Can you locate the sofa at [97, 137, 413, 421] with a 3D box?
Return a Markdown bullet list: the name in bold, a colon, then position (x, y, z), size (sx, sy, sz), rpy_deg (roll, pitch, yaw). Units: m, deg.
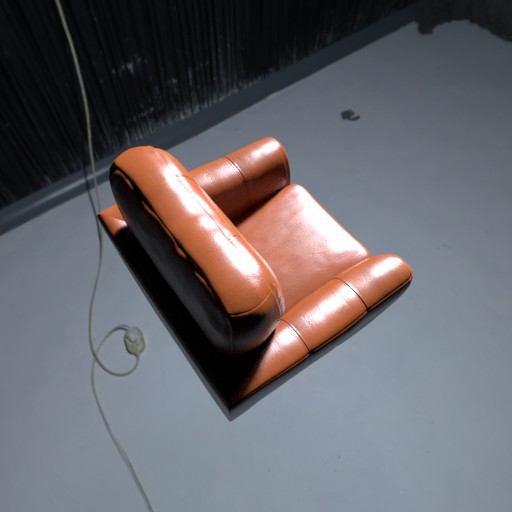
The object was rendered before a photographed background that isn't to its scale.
- **sofa**: position (0.000, 0.000, 1.574), size (0.789, 0.876, 0.836), rpy_deg (-32, 64, -18)
